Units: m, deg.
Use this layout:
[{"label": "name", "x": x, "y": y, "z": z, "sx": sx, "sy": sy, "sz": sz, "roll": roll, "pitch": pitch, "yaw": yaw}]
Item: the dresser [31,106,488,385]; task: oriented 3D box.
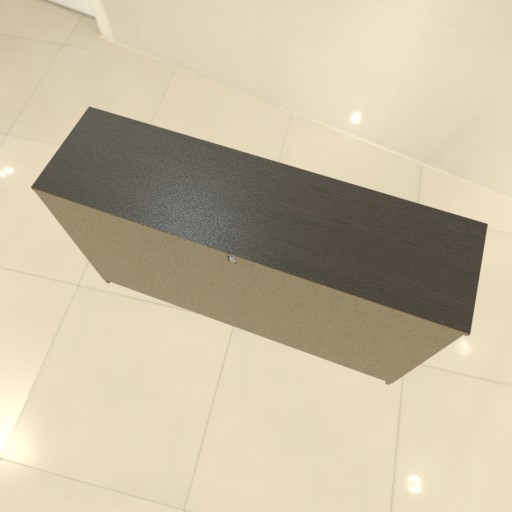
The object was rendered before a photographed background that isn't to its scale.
[{"label": "dresser", "x": 0.000, "y": 0.000, "z": 1.703, "sx": 1.360, "sy": 0.755, "sz": 0.401, "roll": 18, "pitch": 65, "yaw": 9}]
